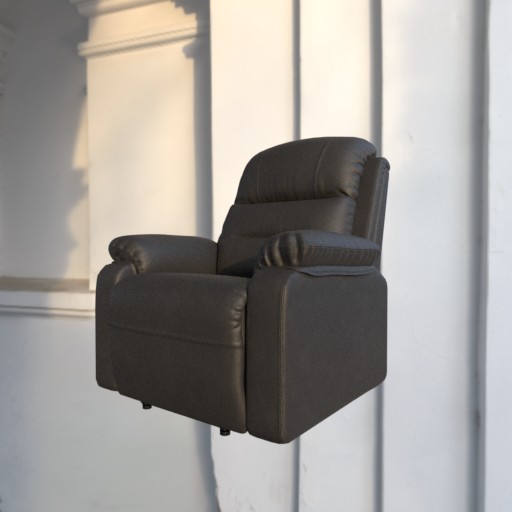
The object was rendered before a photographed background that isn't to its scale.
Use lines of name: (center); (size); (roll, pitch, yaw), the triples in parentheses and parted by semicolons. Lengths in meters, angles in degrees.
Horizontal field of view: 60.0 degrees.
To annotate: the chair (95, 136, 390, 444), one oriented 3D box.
chair: (0.000, 0.000, 1.639); (0.855, 0.992, 0.919); (1, 2, 37)
